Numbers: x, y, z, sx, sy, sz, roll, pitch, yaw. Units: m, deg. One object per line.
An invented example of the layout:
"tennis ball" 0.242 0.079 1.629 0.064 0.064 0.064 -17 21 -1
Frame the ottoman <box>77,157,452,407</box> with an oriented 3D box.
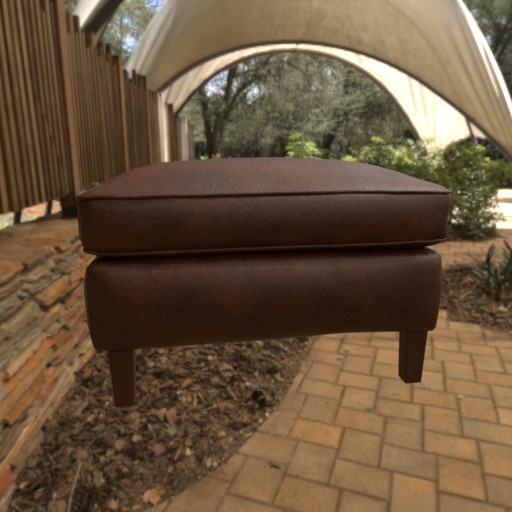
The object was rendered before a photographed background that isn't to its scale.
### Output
"ottoman" 0.000 0.000 0.995 0.665 0.432 0.501 -2 14 -8
